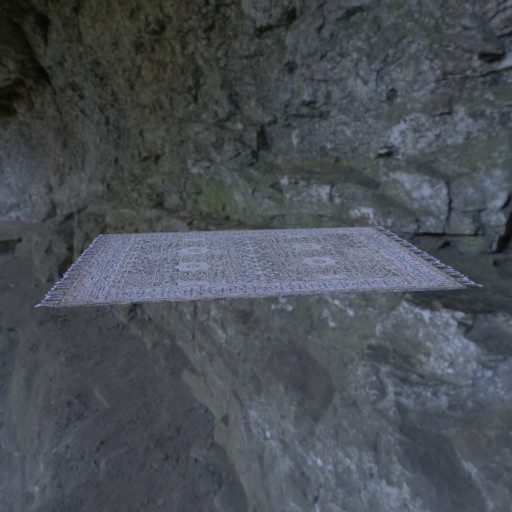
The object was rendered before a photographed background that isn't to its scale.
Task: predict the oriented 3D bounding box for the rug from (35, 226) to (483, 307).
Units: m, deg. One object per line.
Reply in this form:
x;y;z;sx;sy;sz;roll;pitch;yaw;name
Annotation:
0.000;0.000;2.565;2.029;0.010;1.237;-2;17;-6;rug
